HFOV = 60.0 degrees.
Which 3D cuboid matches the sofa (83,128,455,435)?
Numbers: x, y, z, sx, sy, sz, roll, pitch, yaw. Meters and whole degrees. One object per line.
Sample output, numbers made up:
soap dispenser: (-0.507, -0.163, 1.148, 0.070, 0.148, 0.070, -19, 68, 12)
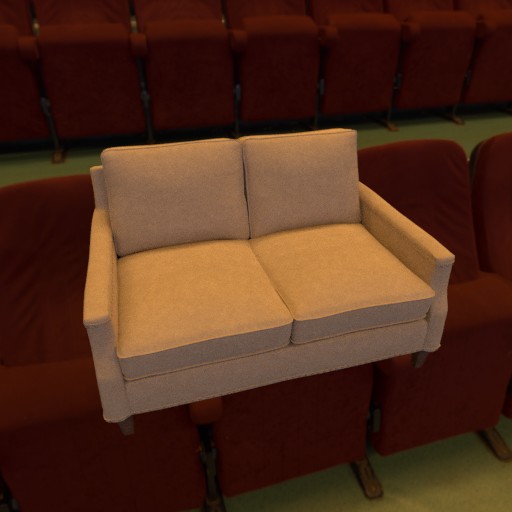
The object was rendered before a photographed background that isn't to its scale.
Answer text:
sofa: (0.000, 0.000, 2.235, 1.597, 1.002, 1.084, -9, 33, -13)
